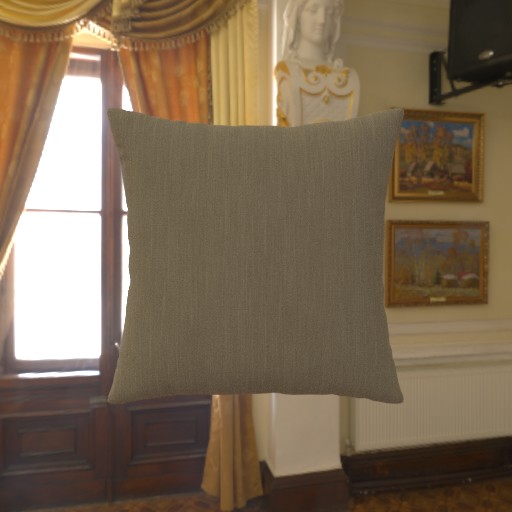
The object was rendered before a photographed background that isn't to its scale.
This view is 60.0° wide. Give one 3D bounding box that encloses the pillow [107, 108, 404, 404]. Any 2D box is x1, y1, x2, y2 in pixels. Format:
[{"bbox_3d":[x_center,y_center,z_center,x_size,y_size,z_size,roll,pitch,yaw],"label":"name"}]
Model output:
[{"bbox_3d":[0.000,0.000,0.763,0.511,0.509,0.161,0,0,0],"label":"pillow"}]
